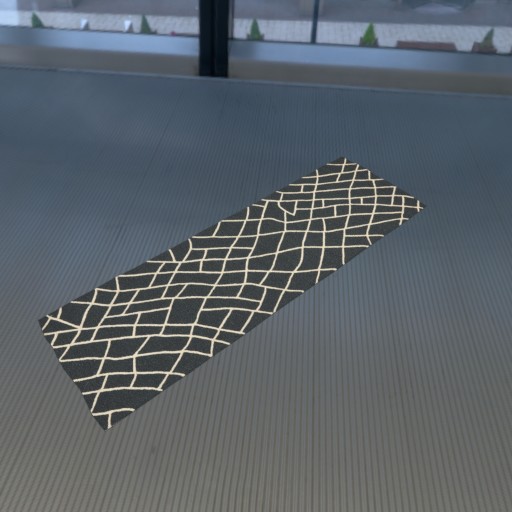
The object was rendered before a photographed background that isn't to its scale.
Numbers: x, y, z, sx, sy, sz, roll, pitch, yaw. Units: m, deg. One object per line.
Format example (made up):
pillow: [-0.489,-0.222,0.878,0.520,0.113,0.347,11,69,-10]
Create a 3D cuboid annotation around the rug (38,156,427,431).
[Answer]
rug: [0.000,0.000,2.751,2.476,0.010,0.807,-31,54,-26]
